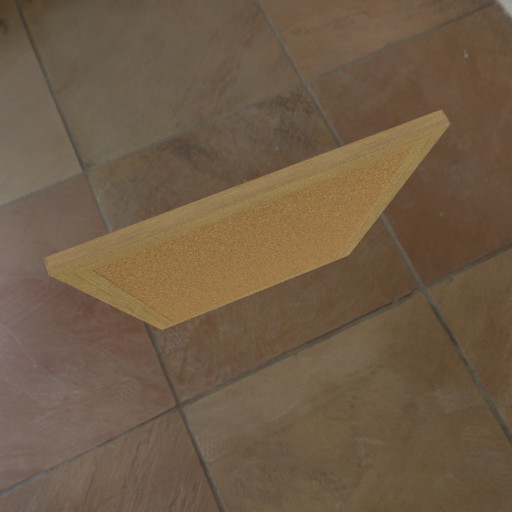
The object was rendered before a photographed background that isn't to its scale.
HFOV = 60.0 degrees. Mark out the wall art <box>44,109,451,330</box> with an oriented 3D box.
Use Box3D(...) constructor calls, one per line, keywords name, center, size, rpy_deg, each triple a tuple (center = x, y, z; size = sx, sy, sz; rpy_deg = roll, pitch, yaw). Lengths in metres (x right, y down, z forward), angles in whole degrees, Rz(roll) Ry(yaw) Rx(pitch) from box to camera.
Box3D(name="wall art", center=(0.000, 0.000, 0.744), size=(0.460, 0.561, 0.020), rpy_deg=(-21, 76, -6))
